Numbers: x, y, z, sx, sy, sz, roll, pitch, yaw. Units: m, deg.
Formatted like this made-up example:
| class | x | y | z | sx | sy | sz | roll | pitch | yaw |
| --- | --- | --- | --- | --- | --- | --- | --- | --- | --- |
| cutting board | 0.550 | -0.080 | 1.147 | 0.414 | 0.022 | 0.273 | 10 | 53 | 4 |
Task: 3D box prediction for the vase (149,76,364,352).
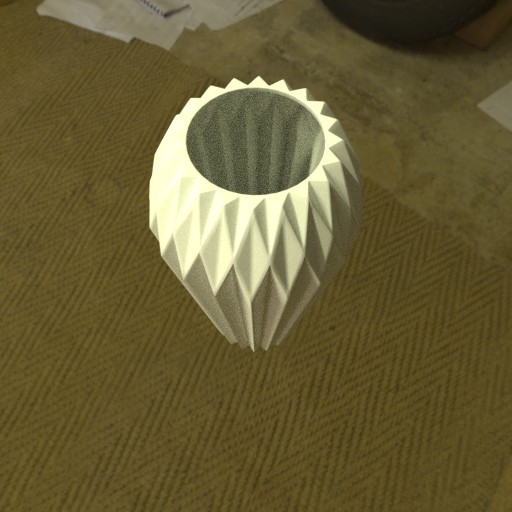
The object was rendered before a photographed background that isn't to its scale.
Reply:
| class | x | y | z | sx | sy | sz | roll | pitch | yaw |
| --- | --- | --- | --- | --- | --- | --- | --- | --- | --- |
| vase | 0.000 | 0.000 | 0.340 | 0.133 | 0.263 | 0.133 | 0 | 63 | 0 |
